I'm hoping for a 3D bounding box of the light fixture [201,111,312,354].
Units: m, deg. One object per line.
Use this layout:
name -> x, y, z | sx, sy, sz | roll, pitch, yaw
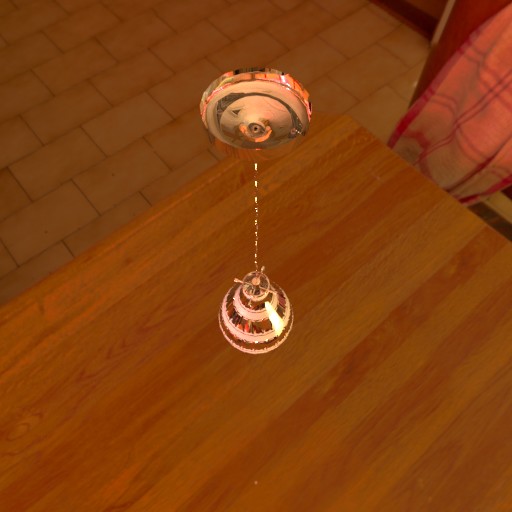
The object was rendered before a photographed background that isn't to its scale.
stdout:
light fixture -> 0.000, 0.000, 1.630 | 0.374, 1.457, 0.374 | 17, 64, 9
